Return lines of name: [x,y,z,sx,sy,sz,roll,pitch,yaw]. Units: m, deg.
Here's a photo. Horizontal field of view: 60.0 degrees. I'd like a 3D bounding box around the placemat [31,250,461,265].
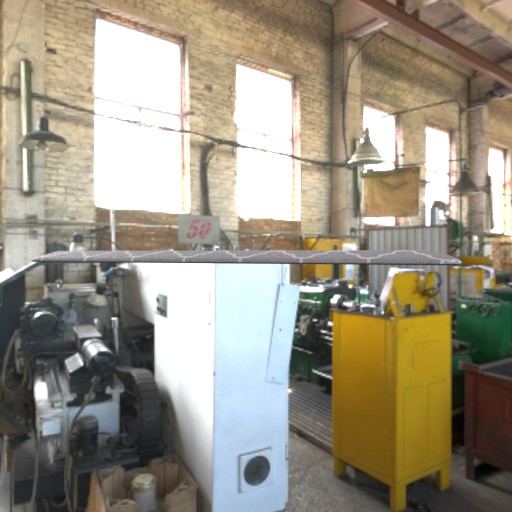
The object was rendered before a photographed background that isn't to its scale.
placemat: [0.000,0.000,0.957,0.762,0.021,0.508,0,0,19]
